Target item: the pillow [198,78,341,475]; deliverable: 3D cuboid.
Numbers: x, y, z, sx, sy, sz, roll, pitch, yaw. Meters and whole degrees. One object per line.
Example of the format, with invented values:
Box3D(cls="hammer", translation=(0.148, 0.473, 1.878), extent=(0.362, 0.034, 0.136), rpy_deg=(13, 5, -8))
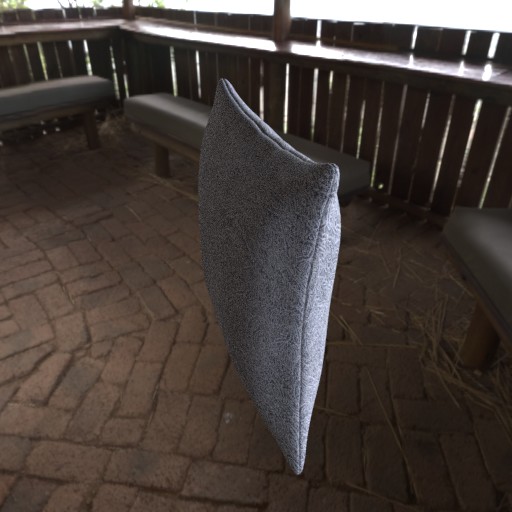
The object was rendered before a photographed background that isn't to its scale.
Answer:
Box3D(cls="pillow", translation=(0.000, 0.000, 0.781), extent=(0.166, 0.510, 0.523), rpy_deg=(-9, 33, -14))
